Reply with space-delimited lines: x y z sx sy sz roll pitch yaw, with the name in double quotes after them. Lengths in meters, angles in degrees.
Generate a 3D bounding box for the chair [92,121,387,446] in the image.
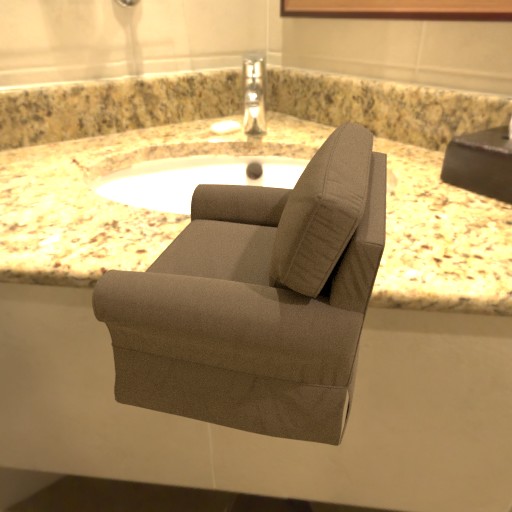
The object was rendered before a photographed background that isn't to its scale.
0.000 0.000 1.907 0.988 1.017 1.135 7 30 13 "chair"
